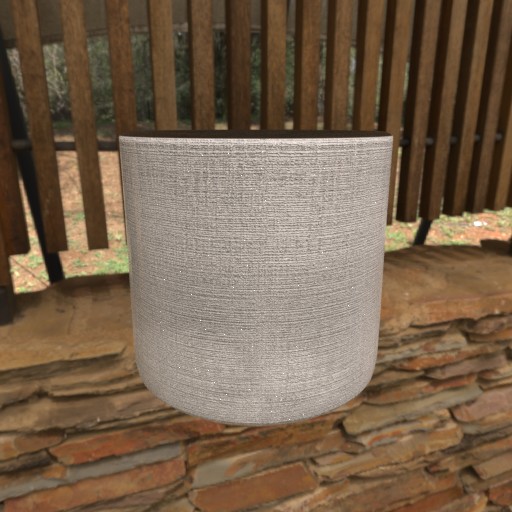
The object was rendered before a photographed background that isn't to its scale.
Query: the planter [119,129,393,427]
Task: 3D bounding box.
[{"bbox_3d":[0.000,0.000,0.286,0.160,0.156,0.160,0,17,0],"label":"planter"}]
